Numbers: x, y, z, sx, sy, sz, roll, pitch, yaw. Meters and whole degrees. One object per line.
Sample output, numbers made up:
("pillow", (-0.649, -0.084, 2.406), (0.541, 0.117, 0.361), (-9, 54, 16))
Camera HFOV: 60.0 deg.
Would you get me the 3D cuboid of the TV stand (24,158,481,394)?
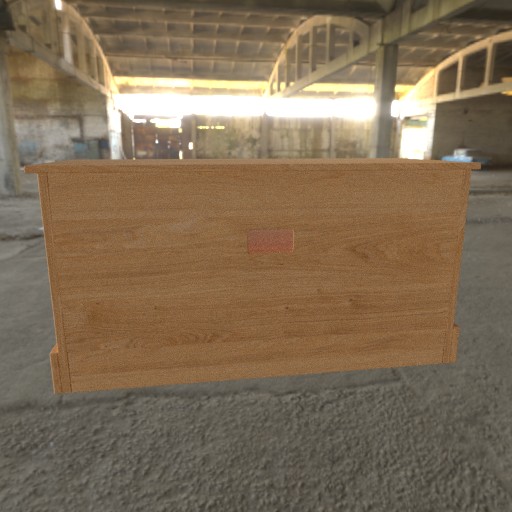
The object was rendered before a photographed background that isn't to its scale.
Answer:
("TV stand", (0.000, 0.000, 1.311), (1.080, 0.550, 0.440), (-2, 14, -9))
